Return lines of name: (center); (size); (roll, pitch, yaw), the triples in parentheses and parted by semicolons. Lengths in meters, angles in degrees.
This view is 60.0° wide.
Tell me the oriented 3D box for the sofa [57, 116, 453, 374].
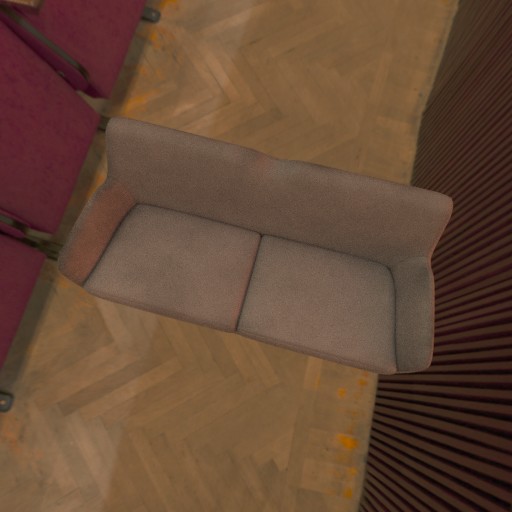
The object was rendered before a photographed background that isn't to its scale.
sofa: (0.000, 0.000, 2.358); (1.870, 0.810, 0.850); (14, 75, 4)
